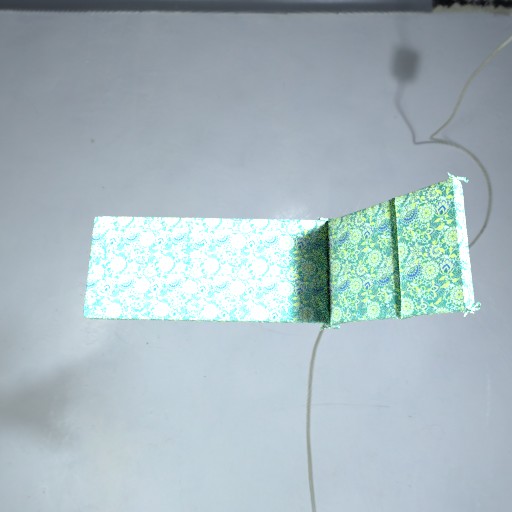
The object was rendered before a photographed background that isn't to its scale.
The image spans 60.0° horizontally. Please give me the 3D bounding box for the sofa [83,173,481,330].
[{"bbox_3d":[0.000,0.000,1.953,1.663,0.622,0.582,1,75,0],"label":"sofa"}]
